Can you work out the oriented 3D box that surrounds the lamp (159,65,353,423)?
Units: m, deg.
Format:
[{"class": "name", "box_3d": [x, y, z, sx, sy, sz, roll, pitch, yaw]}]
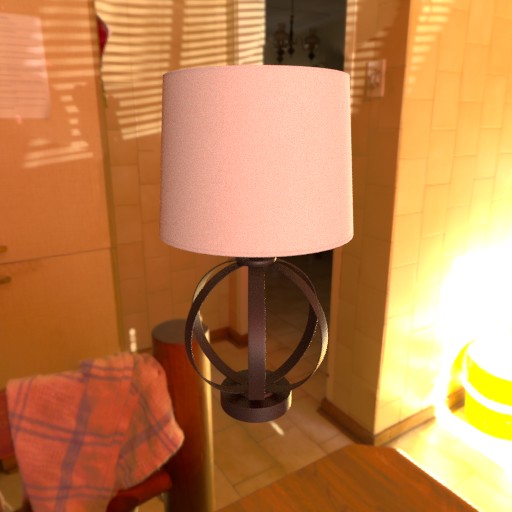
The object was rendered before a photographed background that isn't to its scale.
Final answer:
[{"class": "lamp", "box_3d": [0.000, 0.000, 0.679, 0.286, 0.510, 0.286, 0, 16, 0]}]
